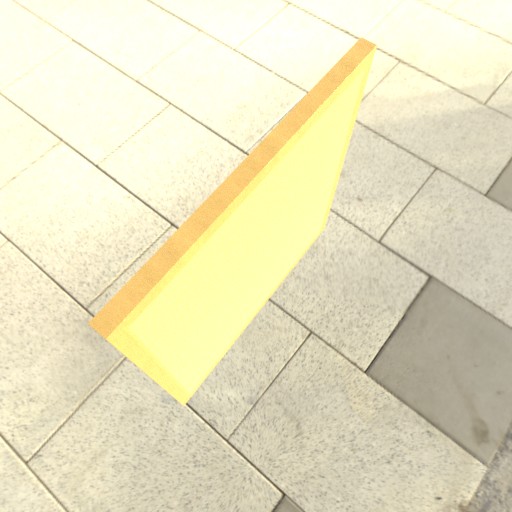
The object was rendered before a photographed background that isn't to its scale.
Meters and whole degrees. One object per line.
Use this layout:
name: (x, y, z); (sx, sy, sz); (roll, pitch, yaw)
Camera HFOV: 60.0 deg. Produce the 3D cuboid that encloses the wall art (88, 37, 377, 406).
wall art: (0.000, 0.000, 2.835); (0.097, 1.936, 1.935); (34, 69, 15)
